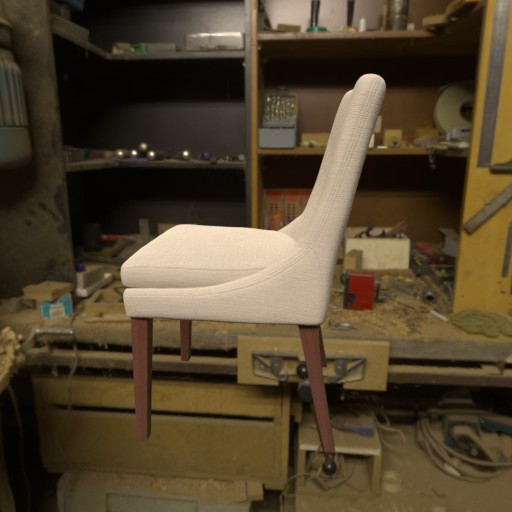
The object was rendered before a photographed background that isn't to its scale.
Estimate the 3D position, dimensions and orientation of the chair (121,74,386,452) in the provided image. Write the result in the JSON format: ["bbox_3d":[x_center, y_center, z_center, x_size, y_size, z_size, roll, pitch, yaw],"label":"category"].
[{"bbox_3d":[0.000,0.000,1.298,0.638,0.940,0.515,2,15,6],"label":"chair"}]
